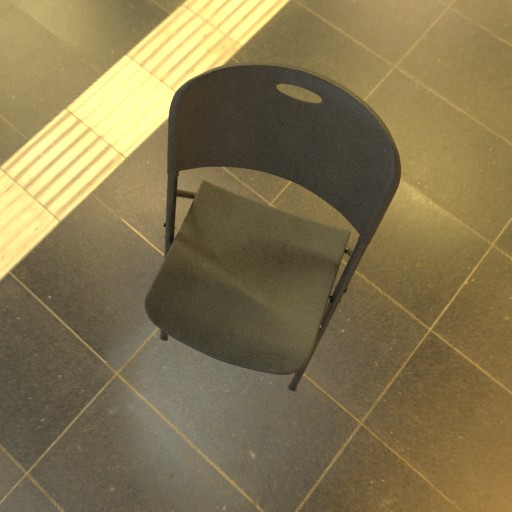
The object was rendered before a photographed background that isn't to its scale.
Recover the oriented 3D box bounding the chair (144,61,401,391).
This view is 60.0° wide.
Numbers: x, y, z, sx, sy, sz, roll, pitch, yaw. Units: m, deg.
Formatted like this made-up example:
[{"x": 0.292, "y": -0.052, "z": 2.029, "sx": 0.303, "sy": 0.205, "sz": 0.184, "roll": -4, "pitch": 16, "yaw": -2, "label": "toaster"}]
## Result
[{"x": 0.000, "y": 0.000, "z": 1.169, "sx": 0.494, "sy": 0.810, "sz": 0.566, "roll": 20, "pitch": 75, "yaw": 6, "label": "chair"}]
